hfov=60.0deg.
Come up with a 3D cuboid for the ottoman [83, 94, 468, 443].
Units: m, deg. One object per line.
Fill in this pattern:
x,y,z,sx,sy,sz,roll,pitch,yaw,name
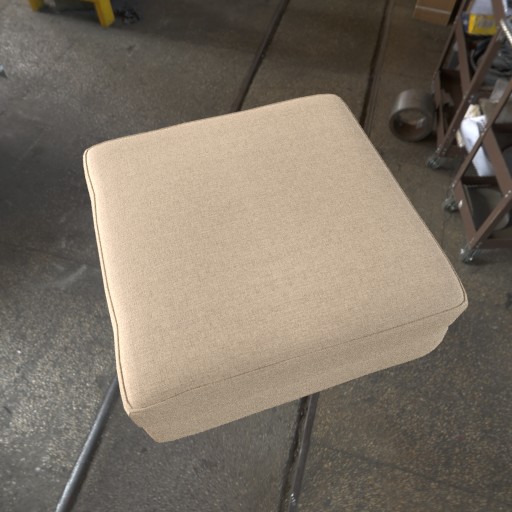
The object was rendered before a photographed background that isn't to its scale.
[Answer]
0.000,0.000,1.339,0.838,0.503,0.838,-16,59,-10,ottoman
